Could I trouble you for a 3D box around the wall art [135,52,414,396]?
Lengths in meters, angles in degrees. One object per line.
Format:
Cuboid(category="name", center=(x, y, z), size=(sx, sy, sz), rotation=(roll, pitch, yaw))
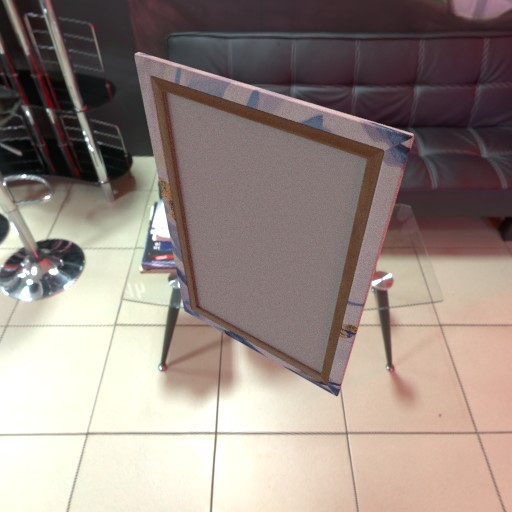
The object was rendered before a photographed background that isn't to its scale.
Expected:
Cuboid(category="wall art", center=(0.000, 0.000, 1.163), size=(0.610, 0.914, 0.016), rotation=(25, 51, 22))
